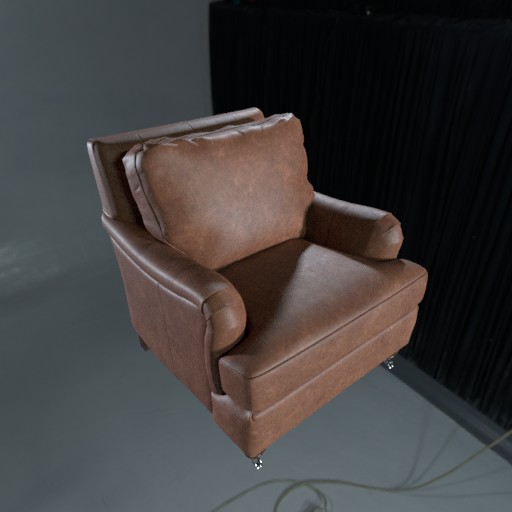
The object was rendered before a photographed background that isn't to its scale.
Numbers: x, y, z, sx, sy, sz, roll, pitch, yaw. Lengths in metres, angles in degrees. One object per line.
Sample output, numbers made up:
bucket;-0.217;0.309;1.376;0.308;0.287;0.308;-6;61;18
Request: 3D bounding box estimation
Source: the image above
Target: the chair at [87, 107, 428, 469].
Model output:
chair;0.000;0.000;1.922;0.986;1.055;1.158;-23;38;-33
